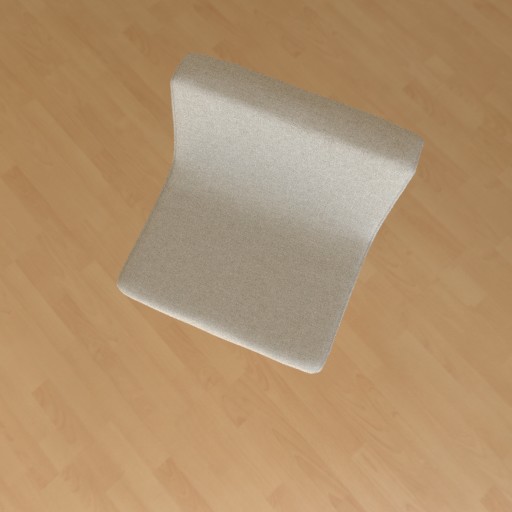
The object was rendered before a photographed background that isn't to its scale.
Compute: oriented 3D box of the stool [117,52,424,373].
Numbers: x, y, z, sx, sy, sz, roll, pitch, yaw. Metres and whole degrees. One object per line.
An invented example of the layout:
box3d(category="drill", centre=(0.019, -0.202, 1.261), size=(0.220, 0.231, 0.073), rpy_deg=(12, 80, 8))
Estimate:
box3d(category="stool", centre=(0.000, 0.000, 1.248), size=(0.511, 0.937, 0.500), rpy_deg=(22, 77, 5))
